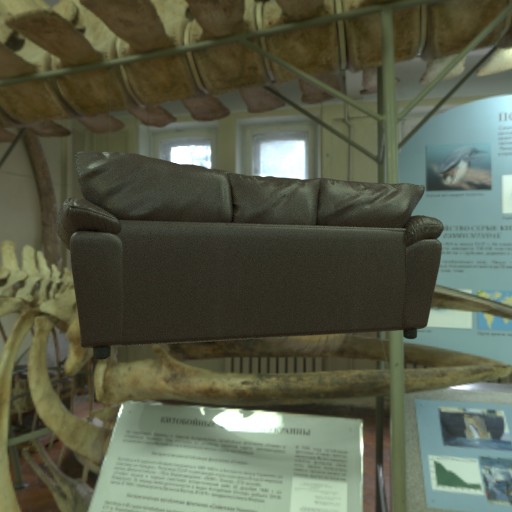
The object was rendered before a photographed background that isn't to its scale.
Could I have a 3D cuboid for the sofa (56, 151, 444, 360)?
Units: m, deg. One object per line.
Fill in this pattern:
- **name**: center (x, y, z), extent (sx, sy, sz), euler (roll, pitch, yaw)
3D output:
- **sofa**: center (0.000, 0.000, 2.884), extent (2.390, 1.091, 0.907), euler (0, -1, -19)
